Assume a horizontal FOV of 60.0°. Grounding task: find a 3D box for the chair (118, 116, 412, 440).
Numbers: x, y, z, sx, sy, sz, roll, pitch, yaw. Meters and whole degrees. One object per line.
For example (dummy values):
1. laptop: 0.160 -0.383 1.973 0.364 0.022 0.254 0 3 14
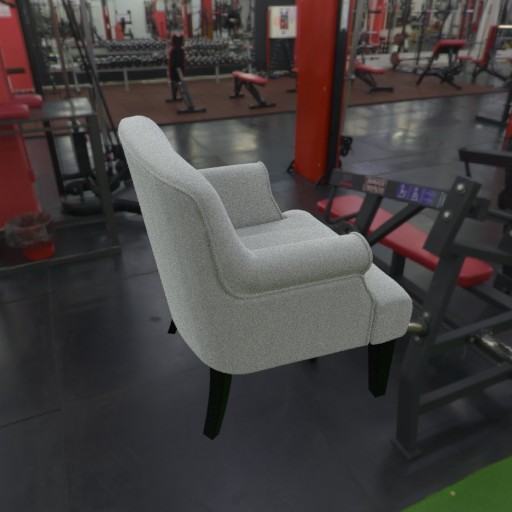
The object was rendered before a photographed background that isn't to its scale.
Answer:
1. chair: 0.000 0.000 1.468 0.750 0.875 0.781 -11 31 -19
